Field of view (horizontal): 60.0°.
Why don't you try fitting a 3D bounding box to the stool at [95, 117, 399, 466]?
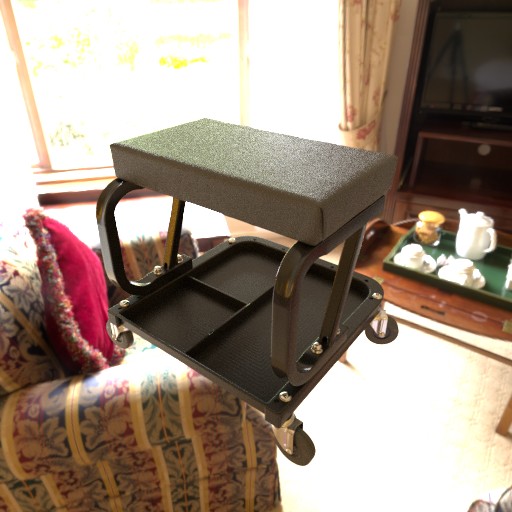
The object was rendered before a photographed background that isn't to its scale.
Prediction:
[{"bbox_3d":[0.000,0.000,0.747,0.446,0.380,0.371,21,37,32],"label":"stool"}]
